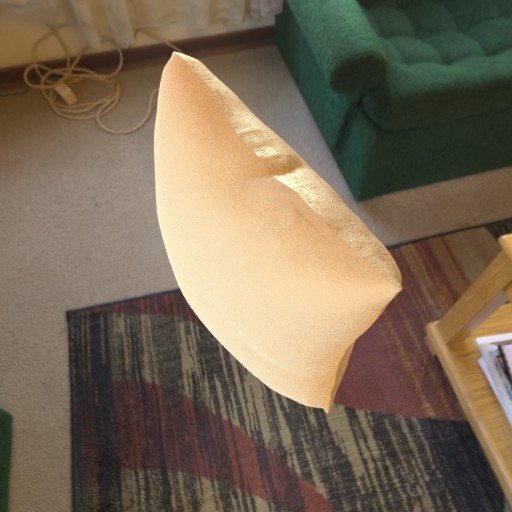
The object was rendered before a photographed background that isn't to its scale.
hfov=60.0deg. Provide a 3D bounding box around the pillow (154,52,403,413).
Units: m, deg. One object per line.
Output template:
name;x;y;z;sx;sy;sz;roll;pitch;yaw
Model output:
pillow;0.000;0.000;0.689;0.245;0.448;0.450;-28;62;-16
